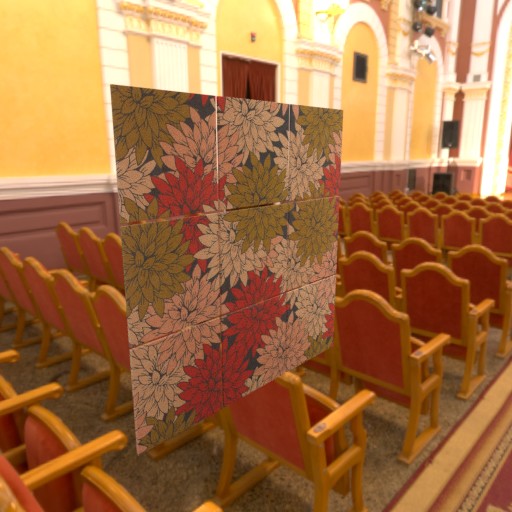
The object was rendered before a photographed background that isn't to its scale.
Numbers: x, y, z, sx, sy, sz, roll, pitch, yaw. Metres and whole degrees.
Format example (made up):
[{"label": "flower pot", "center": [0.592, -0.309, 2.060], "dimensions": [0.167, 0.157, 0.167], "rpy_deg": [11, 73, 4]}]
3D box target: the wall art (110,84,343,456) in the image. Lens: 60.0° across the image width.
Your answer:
[{"label": "wall art", "center": [0.000, 0.000, 2.305], "dimensions": [0.013, 1.534, 1.519], "rpy_deg": [13, 18, 42]}]
